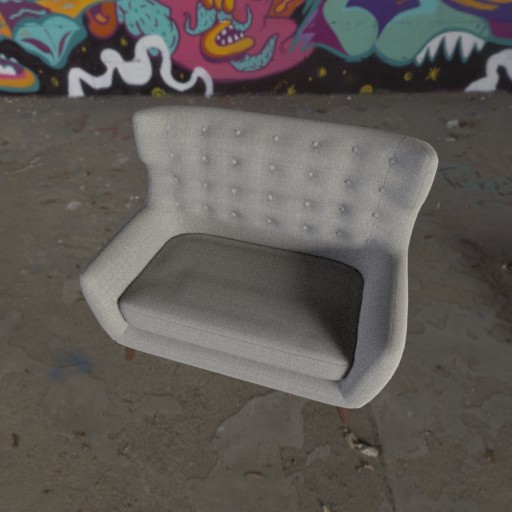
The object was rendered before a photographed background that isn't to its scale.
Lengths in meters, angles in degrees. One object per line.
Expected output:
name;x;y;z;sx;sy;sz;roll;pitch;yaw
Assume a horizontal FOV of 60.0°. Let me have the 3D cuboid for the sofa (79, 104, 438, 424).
sofa;0.000;0.000;2.037;1.386;1.028;0.884;12;42;14
